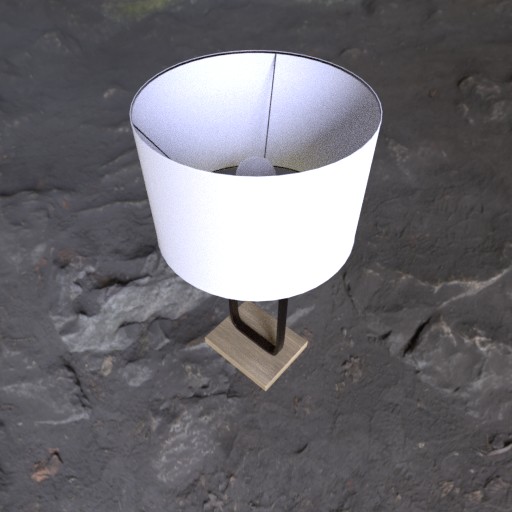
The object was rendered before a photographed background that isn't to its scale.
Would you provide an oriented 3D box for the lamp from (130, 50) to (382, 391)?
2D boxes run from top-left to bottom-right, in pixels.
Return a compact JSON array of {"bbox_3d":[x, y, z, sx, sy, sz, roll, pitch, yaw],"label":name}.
[{"bbox_3d":[0.000,0.000,0.683,0.279,0.508,0.279,33,55,27],"label":"lamp"}]
